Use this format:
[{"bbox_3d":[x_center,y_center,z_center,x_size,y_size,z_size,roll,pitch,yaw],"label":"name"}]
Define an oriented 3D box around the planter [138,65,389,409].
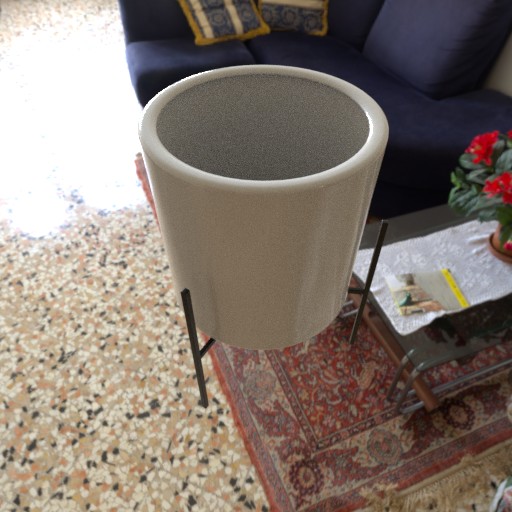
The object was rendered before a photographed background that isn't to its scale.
[{"bbox_3d":[0.000,0.000,0.644,0.307,0.431,0.308,25,51,22],"label":"planter"}]
